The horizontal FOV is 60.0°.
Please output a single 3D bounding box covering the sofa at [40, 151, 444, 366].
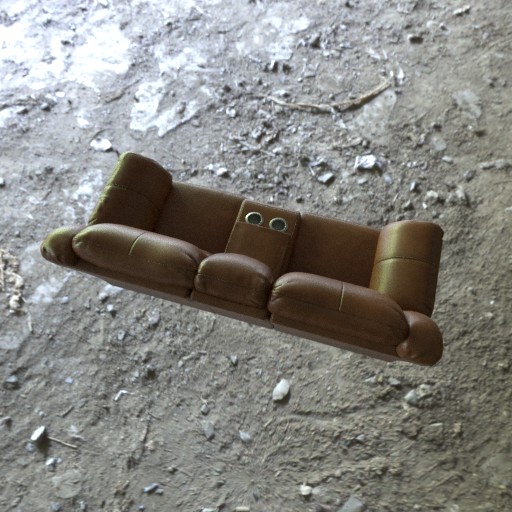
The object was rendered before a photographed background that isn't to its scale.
[{"bbox_3d":[0.000,0.000,2.617,2.058,1.043,0.991,14,64,7],"label":"sofa"}]
